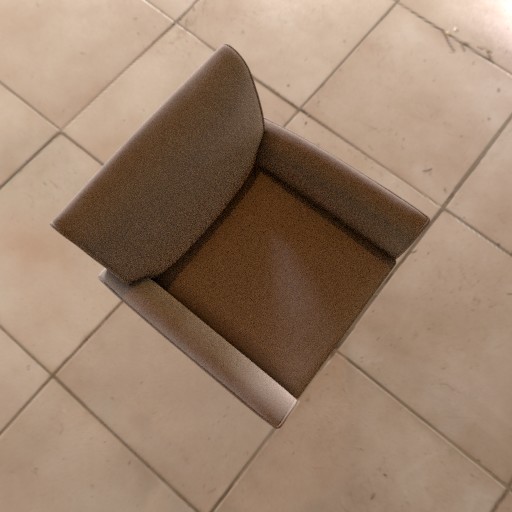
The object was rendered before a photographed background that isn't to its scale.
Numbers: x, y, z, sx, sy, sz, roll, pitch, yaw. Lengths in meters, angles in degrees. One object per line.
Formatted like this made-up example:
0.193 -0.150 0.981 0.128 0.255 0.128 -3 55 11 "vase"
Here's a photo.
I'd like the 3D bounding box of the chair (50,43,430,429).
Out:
0.000 0.000 1.579 0.820 0.915 0.820 37 78 10 "chair"
